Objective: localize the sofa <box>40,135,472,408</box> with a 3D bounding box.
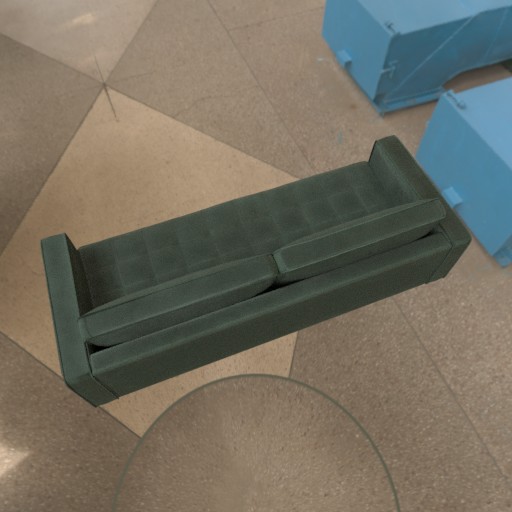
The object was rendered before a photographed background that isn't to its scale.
[{"bbox_3d":[0.000,0.000,2.554,2.214,0.781,0.886,-18,61,-11],"label":"sofa"}]
